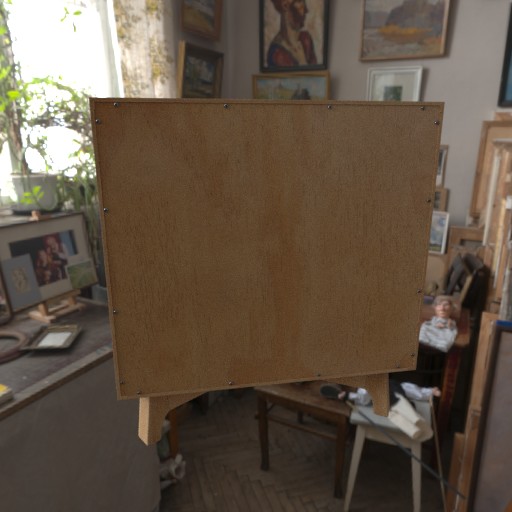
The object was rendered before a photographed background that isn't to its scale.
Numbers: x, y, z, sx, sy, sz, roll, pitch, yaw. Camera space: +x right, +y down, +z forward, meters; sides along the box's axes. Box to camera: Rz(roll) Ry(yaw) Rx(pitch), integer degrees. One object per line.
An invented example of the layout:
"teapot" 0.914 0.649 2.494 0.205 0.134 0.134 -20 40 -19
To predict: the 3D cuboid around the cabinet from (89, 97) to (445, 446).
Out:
"cabinet" 0.000 0.000 0.938 0.551 0.599 0.394 -3 16 -10
